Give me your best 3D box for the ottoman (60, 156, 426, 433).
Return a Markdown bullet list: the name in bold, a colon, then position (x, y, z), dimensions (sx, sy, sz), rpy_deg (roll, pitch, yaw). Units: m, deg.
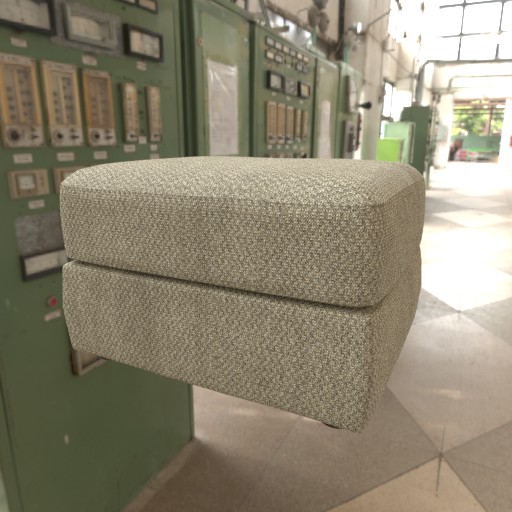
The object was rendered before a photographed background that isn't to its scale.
- **ottoman**: position (0.000, 0.000, 1.113), dimensions (0.751, 0.476, 0.603), rpy_deg (8, 17, 26)
